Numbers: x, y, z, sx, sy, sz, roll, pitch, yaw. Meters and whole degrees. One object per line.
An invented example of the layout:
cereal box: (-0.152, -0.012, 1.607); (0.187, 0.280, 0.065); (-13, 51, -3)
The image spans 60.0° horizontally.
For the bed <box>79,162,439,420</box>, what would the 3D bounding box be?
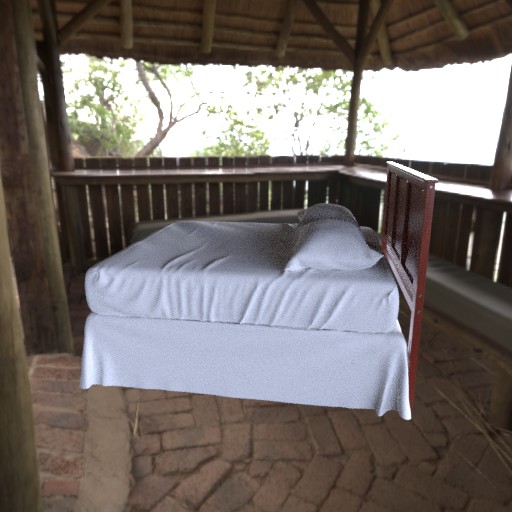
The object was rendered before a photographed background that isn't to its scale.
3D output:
bed: (0.000, 0.000, 3.209); (2.050, 1.270, 1.870); (2, 15, 9)
